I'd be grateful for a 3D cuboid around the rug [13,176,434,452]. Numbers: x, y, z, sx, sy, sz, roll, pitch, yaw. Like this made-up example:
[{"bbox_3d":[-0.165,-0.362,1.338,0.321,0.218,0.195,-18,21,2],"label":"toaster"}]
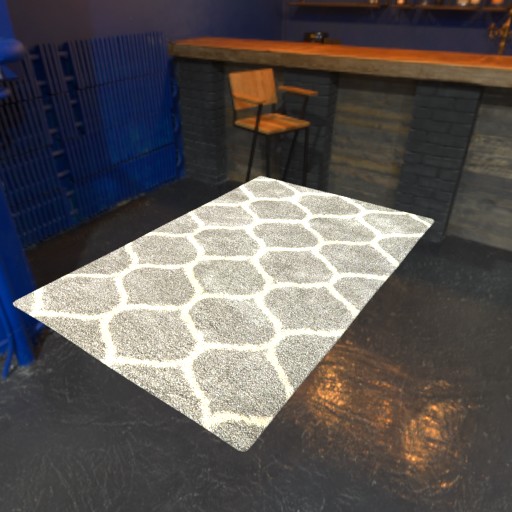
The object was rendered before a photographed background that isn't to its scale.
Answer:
[{"bbox_3d":[0.000,0.000,3.248,1.801,0.026,2.701,20,36,30],"label":"rug"}]
